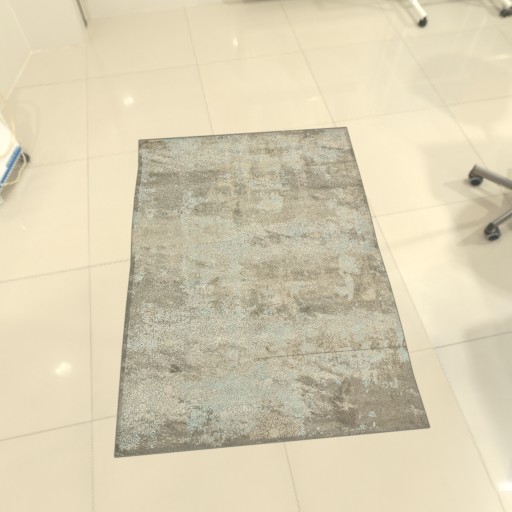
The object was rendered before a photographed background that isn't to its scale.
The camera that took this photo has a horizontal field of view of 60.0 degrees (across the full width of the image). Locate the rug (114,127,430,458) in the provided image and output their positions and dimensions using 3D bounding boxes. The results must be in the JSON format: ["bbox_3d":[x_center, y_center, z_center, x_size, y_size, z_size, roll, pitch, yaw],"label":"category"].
[{"bbox_3d":[0.000,0.000,4.188,2.393,0.013,3.307,-4,58,-3],"label":"rug"}]
